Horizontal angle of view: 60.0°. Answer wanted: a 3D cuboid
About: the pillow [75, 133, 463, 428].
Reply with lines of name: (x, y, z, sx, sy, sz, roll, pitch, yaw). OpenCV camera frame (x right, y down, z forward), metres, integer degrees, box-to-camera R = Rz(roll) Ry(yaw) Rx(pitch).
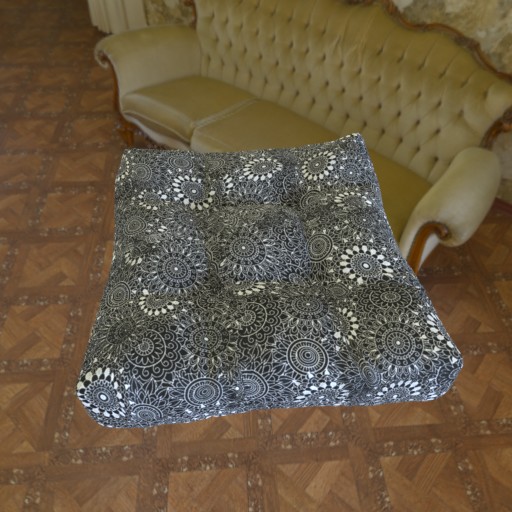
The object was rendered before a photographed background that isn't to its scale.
pillow: (0.000, 0.000, 0.691, 0.468, 0.128, 0.490, -4, 48, -4)
